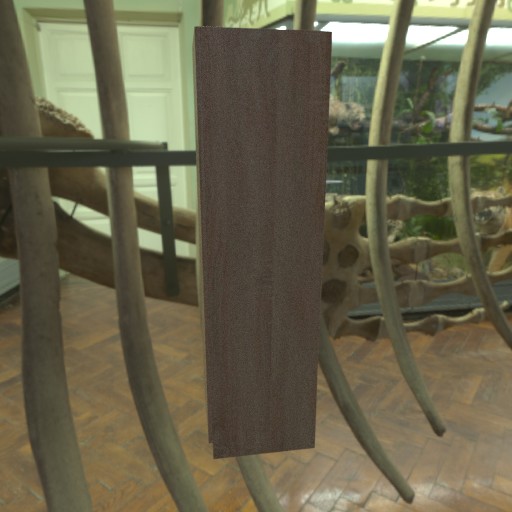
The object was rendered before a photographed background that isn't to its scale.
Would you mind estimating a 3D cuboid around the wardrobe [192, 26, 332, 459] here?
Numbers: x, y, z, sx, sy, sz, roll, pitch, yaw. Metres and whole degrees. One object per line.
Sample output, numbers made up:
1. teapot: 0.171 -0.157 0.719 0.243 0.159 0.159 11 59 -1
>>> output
1. wardrobe: 0.000 0.000 2.379 0.588 2.117 0.496 -2 16 -9
